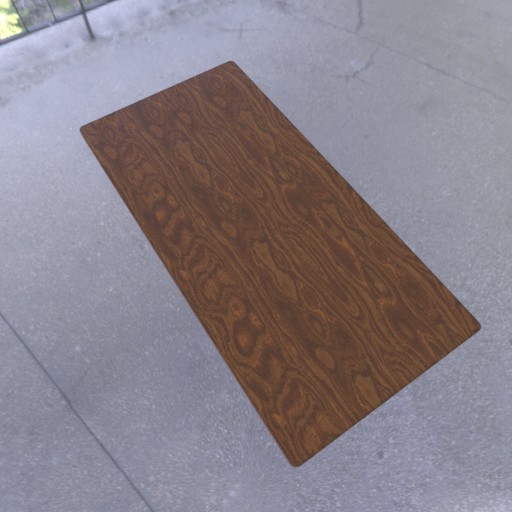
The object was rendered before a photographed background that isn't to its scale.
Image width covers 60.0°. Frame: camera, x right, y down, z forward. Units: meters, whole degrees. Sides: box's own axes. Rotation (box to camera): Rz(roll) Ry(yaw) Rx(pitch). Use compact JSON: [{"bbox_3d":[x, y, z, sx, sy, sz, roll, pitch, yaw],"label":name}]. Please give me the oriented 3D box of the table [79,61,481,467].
[{"bbox_3d":[0.000,0.000,2.243,0.883,0.753,1.791,-30,66,-15],"label":"table"}]
